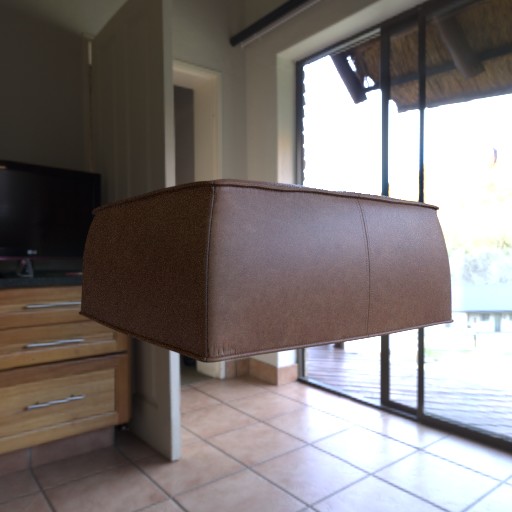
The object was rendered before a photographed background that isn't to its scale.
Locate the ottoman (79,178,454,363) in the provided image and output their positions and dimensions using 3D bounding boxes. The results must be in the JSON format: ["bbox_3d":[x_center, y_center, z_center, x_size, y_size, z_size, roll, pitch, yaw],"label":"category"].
[{"bbox_3d":[0.000,0.000,1.411,0.902,0.395,0.901,0,0,-37],"label":"ottoman"}]
